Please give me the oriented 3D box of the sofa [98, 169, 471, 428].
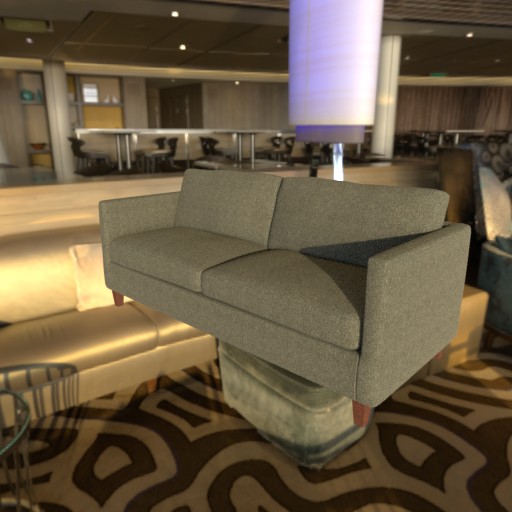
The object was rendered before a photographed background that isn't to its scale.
[{"bbox_3d":[0.000,0.000,2.746,2.208,0.965,0.948,14,21,41],"label":"sofa"}]
